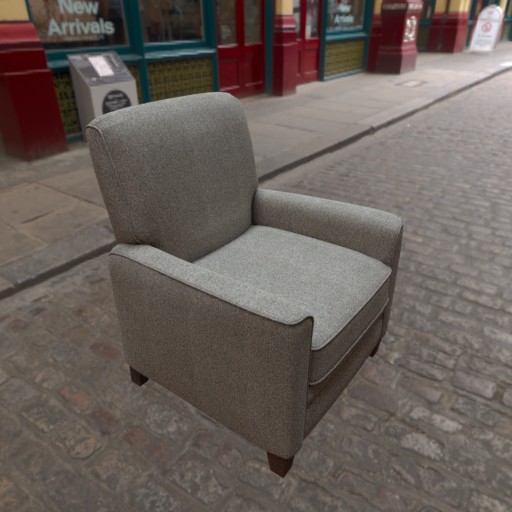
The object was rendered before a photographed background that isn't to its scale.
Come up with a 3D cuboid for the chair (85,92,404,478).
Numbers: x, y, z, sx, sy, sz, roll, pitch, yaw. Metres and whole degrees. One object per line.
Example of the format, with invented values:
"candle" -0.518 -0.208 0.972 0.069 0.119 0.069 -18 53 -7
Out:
"chair" 0.000 0.000 1.608 0.858 1.028 0.841 19 34 31
